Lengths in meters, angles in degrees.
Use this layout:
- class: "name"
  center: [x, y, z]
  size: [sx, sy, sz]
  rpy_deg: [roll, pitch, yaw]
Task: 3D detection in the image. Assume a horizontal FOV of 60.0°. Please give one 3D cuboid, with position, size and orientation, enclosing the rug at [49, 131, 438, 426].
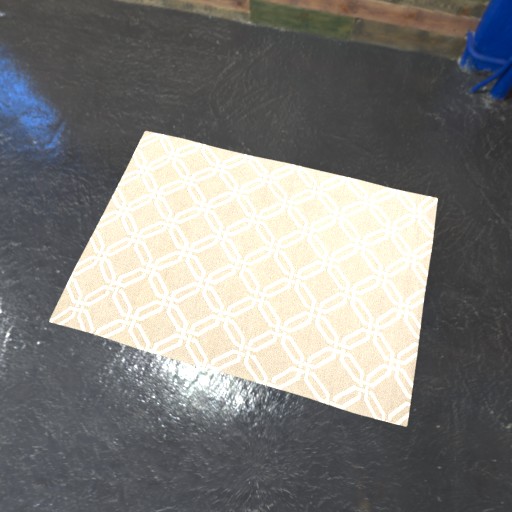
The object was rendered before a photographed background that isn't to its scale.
- class: "rug"
  center: [0.000, 0.000, 2.811]
  size: [2.135, 0.013, 1.524]
  rpy_deg: [14, 65, 7]
